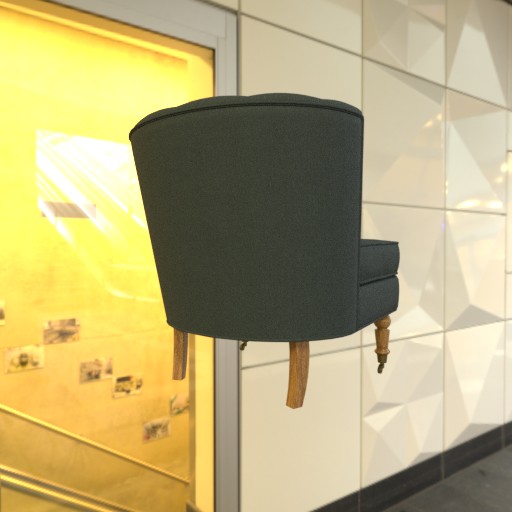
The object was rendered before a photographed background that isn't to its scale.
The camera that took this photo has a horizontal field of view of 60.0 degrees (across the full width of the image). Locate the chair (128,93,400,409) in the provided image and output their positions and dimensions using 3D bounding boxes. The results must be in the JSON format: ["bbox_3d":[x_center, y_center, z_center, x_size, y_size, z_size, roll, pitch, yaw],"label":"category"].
[{"bbox_3d":[0.000,0.000,1.361,0.740,0.771,0.718,1,1,35],"label":"chair"}]
